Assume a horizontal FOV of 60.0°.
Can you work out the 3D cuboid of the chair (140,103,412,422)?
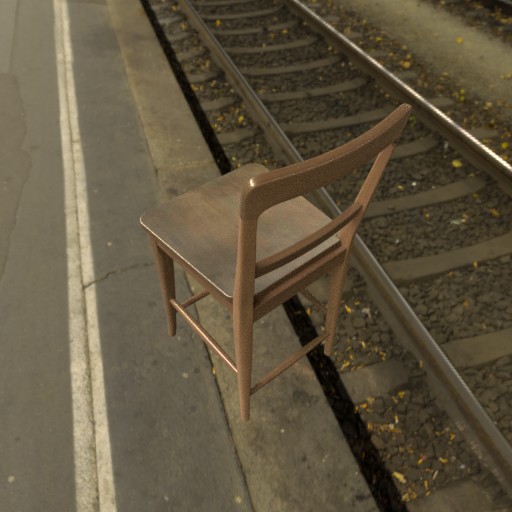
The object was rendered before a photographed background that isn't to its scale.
[{"bbox_3d":[0.000,0.000,1.285,0.450,0.991,0.546,-31,53,-27],"label":"chair"}]
